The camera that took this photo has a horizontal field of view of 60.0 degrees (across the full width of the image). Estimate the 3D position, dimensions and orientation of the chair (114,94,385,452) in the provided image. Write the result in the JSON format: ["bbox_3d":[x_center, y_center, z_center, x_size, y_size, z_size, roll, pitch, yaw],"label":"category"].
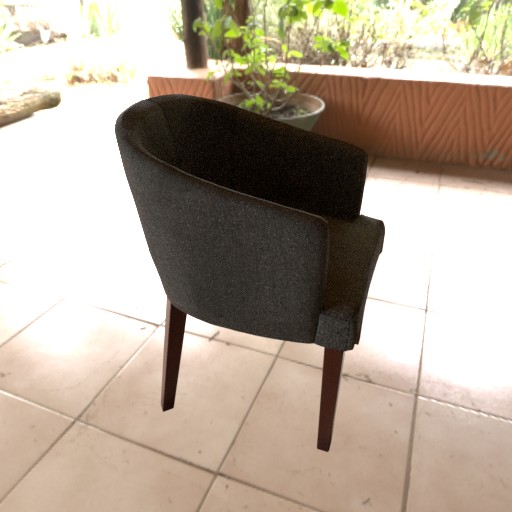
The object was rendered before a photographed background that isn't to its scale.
[{"bbox_3d":[0.000,0.000,1.248,0.655,0.811,0.583,11,32,18],"label":"chair"}]
